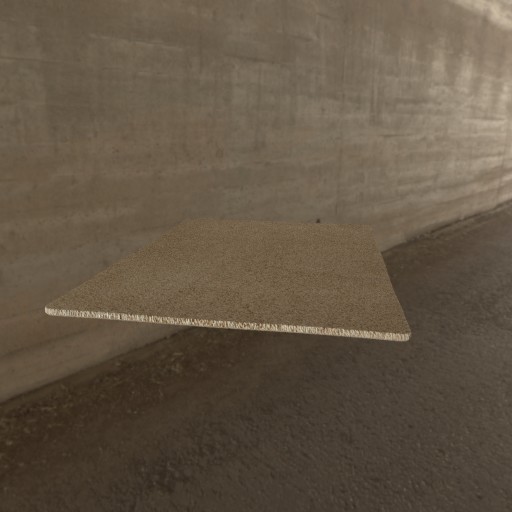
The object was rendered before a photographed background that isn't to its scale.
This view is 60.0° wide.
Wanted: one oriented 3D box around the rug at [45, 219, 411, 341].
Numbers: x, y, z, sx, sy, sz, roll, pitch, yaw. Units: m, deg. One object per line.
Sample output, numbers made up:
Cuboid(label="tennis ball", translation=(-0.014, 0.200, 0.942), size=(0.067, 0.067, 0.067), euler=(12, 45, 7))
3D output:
Cuboid(label="rug", translation=(0.000, 0.000, 2.155), size=(1.199, 0.025, 1.600), euler=(3, 16, 9))
